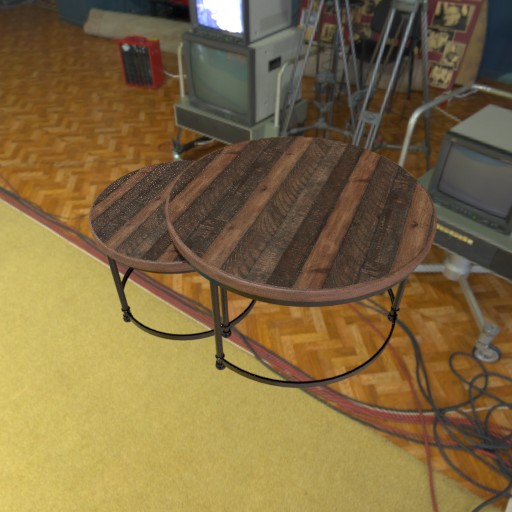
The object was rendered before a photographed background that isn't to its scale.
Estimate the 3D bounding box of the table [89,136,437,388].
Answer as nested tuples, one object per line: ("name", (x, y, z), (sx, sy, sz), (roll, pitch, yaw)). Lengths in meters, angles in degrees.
("table", (0.000, 0.000, 1.620), (1.152, 0.516, 0.870), (-1, 41, -1))
